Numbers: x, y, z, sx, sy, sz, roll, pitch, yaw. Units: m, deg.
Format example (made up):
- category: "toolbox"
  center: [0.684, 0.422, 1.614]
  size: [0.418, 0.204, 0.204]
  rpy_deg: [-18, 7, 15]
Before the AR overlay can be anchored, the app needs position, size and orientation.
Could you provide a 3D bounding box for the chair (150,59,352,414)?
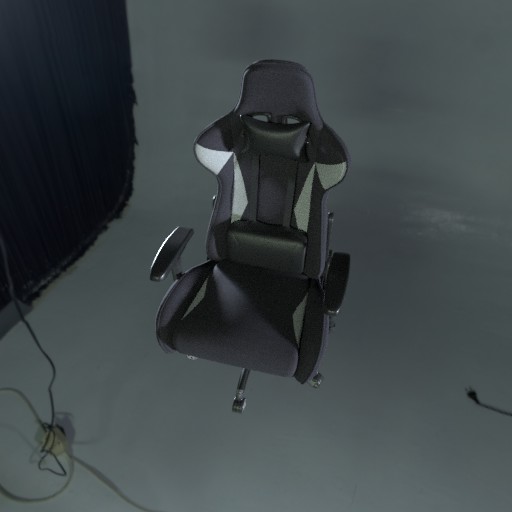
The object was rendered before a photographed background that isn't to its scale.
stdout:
- category: "chair"
  center: [0.000, 0.000, 1.739]
  size: [0.730, 1.300, 0.695]
  rpy_deg: [10, 41, 12]
